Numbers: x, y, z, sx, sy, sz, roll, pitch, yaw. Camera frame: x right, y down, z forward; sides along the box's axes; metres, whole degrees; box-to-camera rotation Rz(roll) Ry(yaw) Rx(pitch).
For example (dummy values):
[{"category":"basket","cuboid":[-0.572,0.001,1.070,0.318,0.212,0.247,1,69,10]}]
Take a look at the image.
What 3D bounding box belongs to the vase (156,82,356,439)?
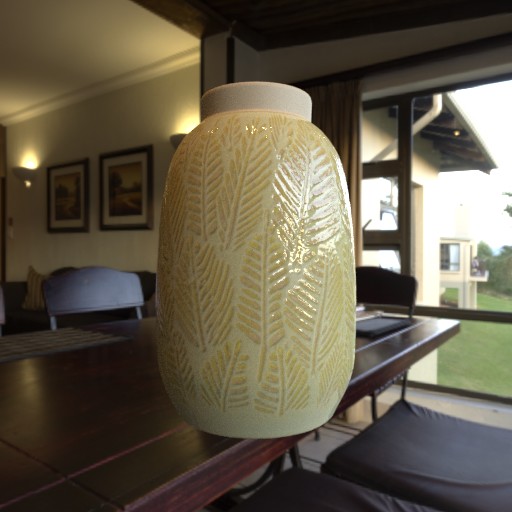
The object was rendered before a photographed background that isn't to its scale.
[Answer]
[{"category":"vase","cuboid":[0.000,0.000,0.390,0.172,0.270,0.172,0,1,0]}]
